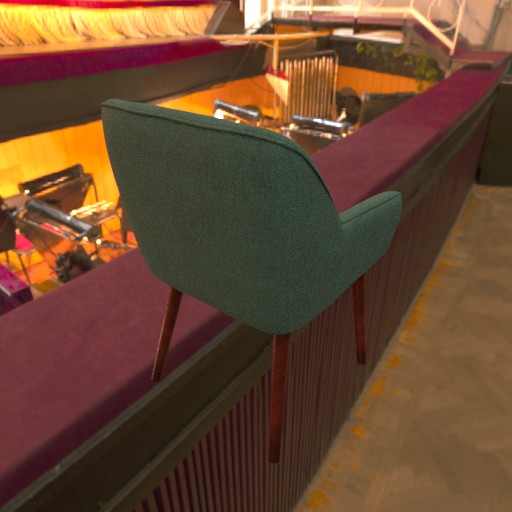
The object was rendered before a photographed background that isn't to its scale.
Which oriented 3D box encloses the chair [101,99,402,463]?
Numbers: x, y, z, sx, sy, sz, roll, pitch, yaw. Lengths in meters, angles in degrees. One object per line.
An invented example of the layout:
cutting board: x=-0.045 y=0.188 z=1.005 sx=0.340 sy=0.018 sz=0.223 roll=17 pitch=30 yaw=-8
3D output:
chair: x=0.000 y=0.000 z=1.133 sx=0.543 sy=0.803 sz=0.519 roll=21 pitch=37 yaw=32
